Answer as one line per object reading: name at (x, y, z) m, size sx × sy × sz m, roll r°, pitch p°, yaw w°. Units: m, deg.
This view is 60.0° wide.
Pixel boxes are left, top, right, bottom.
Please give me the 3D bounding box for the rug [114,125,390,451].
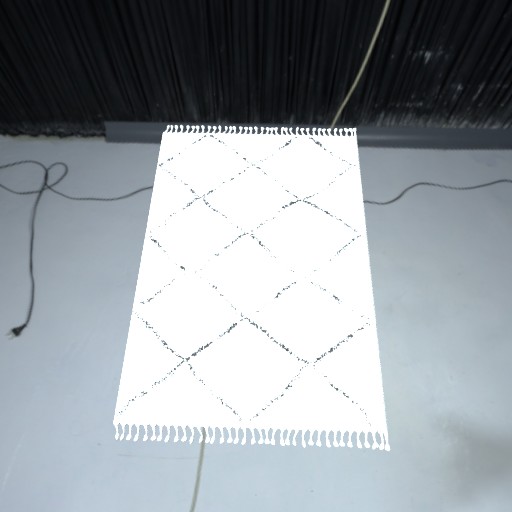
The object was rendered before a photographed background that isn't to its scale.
rug at (0.000, 0.000, 2.908) m, size 1.494 × 0.031 × 2.307 m, roll 1°, pitch 62°, yaw 1°
